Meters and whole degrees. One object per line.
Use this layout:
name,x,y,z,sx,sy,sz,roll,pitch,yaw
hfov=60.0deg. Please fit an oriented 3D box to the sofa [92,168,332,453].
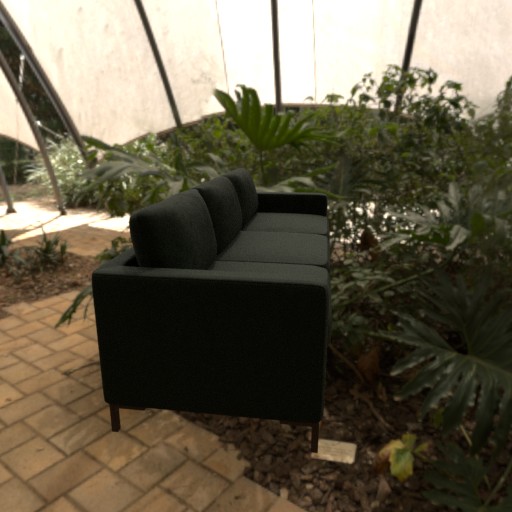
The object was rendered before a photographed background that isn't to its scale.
sofa,0.000,0.000,2.606,0.859,0.870,2.218,2,16,8
